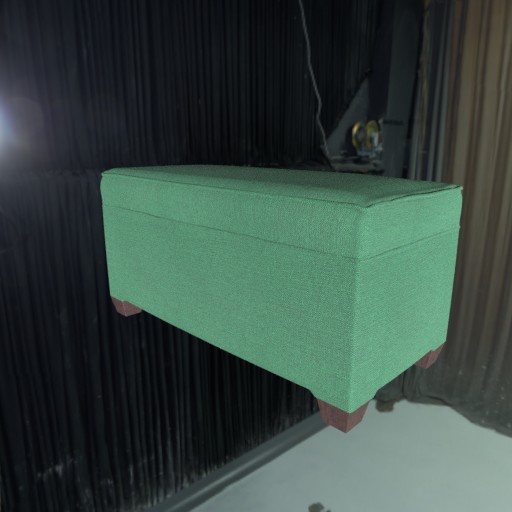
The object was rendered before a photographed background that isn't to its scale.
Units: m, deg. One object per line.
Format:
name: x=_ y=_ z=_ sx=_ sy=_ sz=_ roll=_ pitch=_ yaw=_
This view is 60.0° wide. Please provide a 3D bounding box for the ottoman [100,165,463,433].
ottoman: x=0.000 y=0.000 z=1.237 sx=0.957 sy=0.471 sz=0.483 roll=14 pitch=20 yaw=43
